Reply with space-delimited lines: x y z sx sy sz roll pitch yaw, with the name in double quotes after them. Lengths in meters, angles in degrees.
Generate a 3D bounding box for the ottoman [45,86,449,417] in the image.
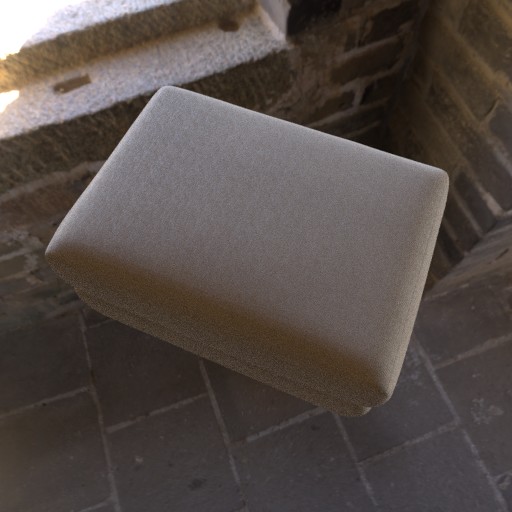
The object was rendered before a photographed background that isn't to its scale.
0.000 0.000 1.148 0.773 0.504 0.569 20 65 10 "ottoman"
